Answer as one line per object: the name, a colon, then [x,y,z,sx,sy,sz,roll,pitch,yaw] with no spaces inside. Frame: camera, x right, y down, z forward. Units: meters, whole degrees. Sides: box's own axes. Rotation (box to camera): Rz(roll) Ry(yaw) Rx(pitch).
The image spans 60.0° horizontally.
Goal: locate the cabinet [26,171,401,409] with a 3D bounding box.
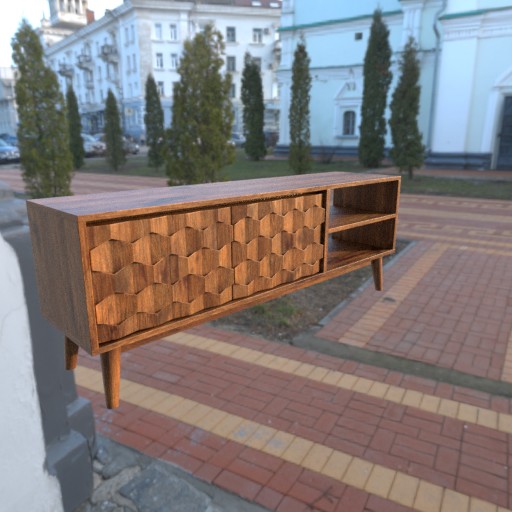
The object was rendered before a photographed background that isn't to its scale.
cabinet: [0.000,0.000,1.669,1.448,0.528,0.349,-14,21,-42]
